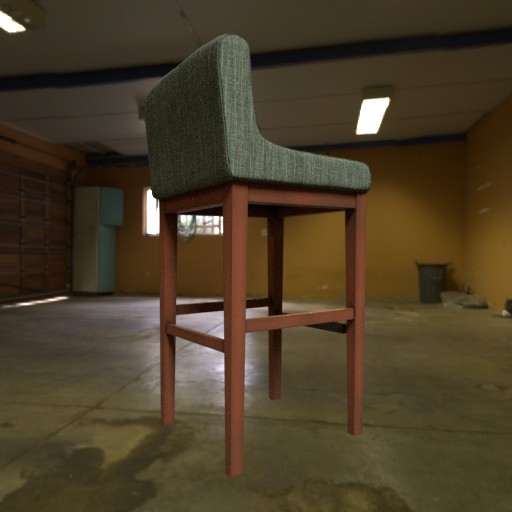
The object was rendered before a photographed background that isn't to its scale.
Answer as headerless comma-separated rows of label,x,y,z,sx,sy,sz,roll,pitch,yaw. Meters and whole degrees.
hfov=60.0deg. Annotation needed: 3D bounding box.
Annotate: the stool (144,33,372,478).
stool,0.000,0.000,1.233,0.499,0.965,0.426,0,0,-35
